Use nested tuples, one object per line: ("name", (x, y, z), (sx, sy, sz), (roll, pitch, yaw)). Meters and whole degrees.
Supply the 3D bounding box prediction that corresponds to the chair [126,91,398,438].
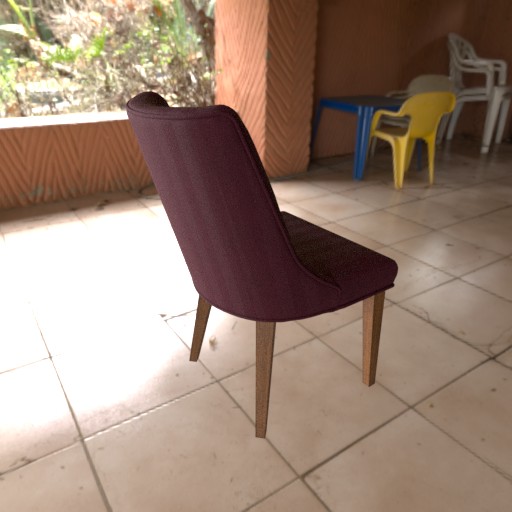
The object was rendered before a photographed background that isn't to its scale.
("chair", (0.000, 0.000, 1.316), (0.638, 0.916, 0.548), (-16, 30, -31))
